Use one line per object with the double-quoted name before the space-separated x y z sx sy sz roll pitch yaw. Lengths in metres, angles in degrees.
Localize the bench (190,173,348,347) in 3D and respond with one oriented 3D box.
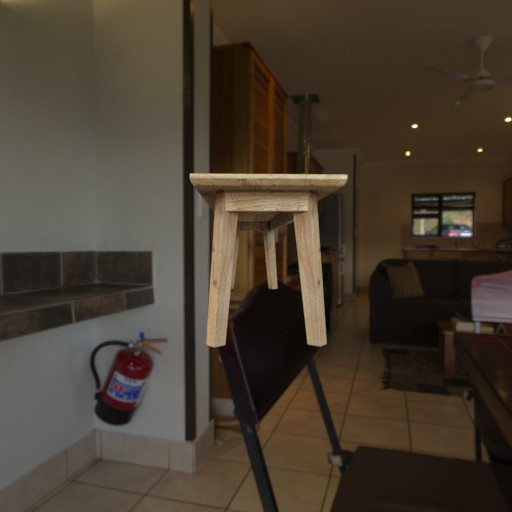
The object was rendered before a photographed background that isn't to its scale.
"bench" 0.000 0.000 1.907 0.378 0.431 1.698 0 1 -2
